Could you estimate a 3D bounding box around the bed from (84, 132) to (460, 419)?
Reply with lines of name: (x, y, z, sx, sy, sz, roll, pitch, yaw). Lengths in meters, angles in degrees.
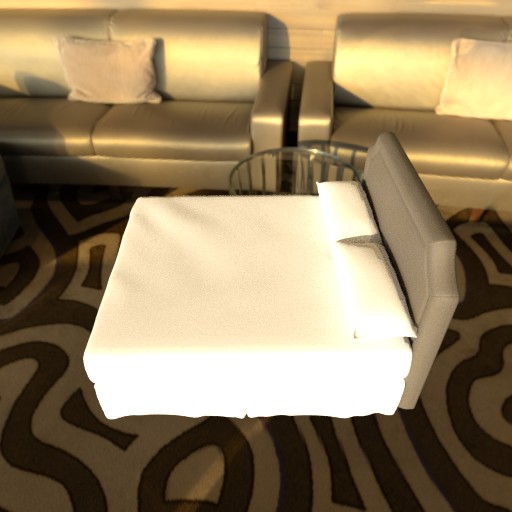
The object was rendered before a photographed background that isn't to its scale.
bed: (0.000, 0.000, 3.856, 2.536, 1.561, 2.194, -1, 40, -1)
